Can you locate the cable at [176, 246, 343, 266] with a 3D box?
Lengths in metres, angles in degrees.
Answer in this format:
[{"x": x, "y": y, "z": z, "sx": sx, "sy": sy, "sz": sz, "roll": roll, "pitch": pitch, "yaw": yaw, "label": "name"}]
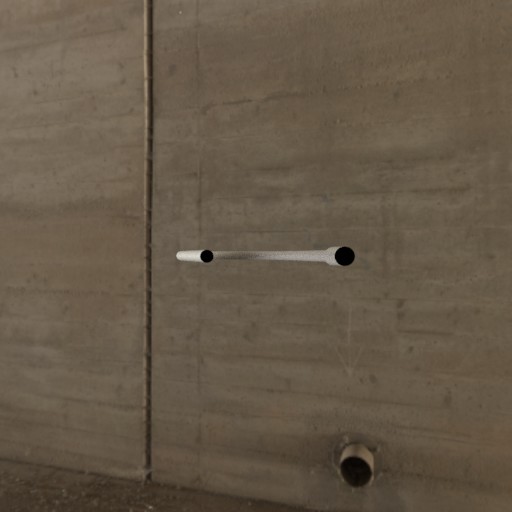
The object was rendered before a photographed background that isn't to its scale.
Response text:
[{"x": 0.000, "y": 0.000, "z": 0.114, "sx": 0.041, "sy": 0.005, "sz": 0.098, "roll": 0, "pitch": 0, "yaw": -17, "label": "cable"}]
